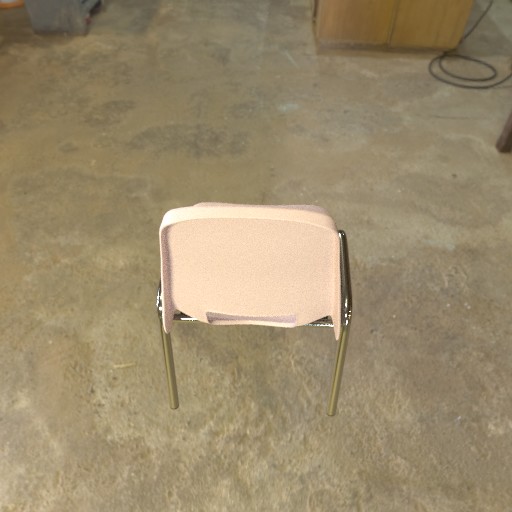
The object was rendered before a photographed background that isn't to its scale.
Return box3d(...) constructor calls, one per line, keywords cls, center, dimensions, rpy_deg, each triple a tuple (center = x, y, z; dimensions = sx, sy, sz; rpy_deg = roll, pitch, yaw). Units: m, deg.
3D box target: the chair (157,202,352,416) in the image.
box3d(cls="chair", center=(0.000, 0.000, 0.799), dimensions=(0.354, 0.537, 0.385), rpy_deg=(2, 47, 2))
